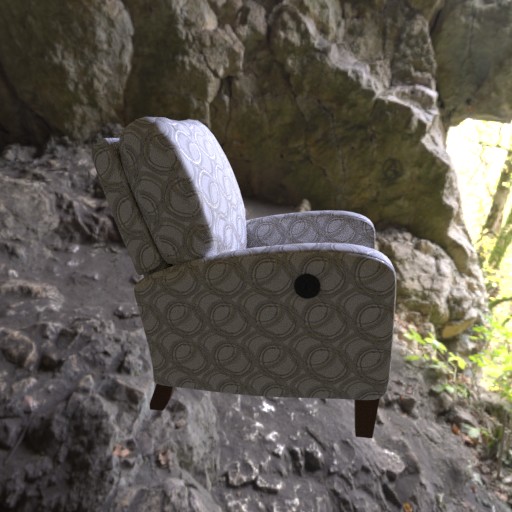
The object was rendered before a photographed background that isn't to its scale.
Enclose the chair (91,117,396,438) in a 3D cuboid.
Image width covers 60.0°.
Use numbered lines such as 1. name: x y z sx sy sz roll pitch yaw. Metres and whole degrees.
1. chair: 0.000 0.000 1.782 0.995 1.065 0.796 2 16 9
